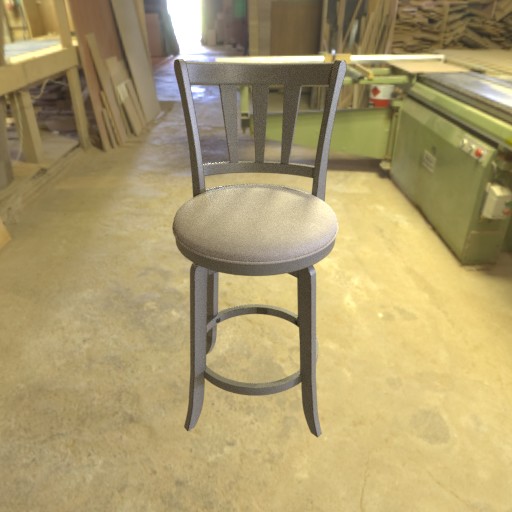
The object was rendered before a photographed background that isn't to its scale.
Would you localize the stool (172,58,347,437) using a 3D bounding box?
[{"bbox_3d":[0.000,0.000,1.259,0.450,0.994,0.486,2,30,3],"label":"stool"}]
